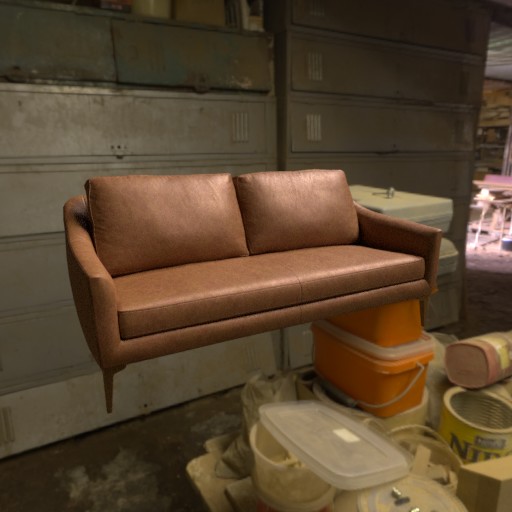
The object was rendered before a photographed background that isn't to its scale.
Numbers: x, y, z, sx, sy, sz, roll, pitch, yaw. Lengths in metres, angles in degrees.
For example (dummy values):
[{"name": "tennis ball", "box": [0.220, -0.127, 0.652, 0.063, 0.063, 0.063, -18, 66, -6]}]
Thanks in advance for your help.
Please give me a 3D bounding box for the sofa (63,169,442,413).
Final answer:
[{"name": "sofa", "box": [0.000, 0.000, 2.603, 2.036, 0.945, 0.981, -8, 16, -28]}]
